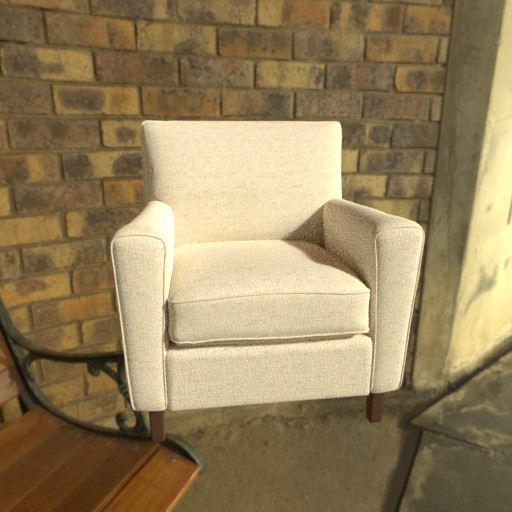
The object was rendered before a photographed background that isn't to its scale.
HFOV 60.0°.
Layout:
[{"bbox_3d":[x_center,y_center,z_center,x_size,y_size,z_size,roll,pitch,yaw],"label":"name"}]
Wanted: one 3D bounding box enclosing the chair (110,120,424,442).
[{"bbox_3d":[0.000,0.000,1.592,0.870,0.943,0.823,-2,16,-8],"label":"chair"}]
